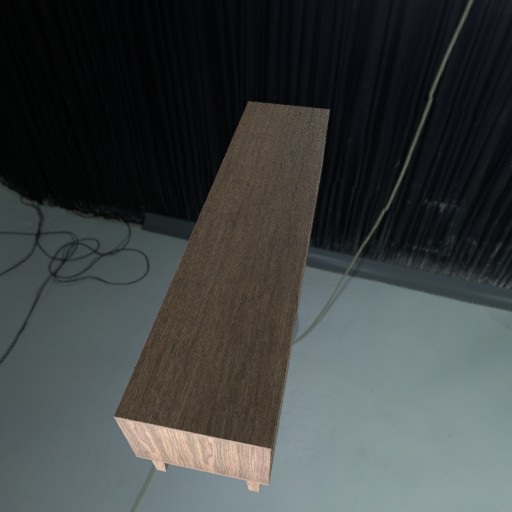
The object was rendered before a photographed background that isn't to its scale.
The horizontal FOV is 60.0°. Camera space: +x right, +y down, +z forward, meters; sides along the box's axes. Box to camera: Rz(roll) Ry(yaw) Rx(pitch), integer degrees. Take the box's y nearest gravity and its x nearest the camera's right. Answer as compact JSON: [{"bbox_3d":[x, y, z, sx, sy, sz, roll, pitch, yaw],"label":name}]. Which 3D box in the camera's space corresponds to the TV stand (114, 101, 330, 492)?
[{"bbox_3d":[0.000,0.000,1.632,0.366,0.409,1.482,8,48,8],"label":"TV stand"}]
